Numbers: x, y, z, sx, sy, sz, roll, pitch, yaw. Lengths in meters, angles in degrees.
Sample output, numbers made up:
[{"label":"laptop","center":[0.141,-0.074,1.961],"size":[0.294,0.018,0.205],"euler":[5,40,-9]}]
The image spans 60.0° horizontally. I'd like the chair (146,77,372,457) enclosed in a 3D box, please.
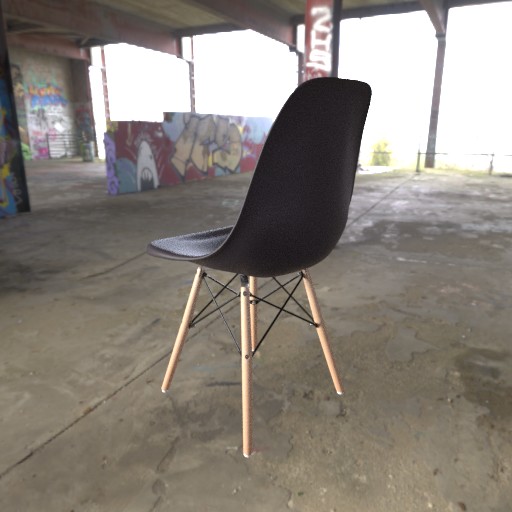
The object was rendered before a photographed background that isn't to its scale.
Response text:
[{"label":"chair","center":[0.000,0.000,1.157],"size":[0.470,0.825,0.533],"euler":[-15,22,-42]}]
